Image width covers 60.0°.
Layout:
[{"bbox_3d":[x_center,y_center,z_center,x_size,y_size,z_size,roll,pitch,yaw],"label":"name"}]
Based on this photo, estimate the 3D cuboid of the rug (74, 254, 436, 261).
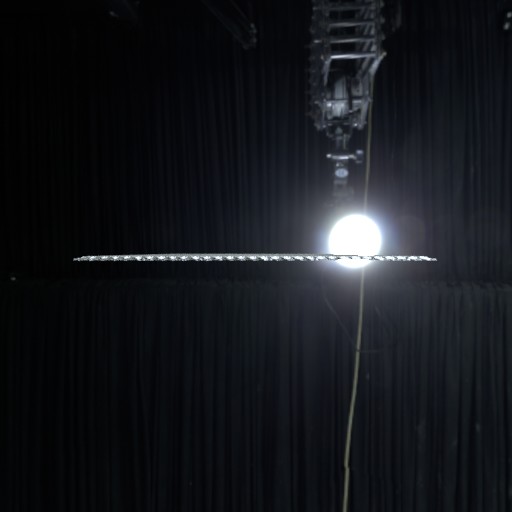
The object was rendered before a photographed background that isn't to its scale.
[{"bbox_3d":[0.000,0.000,2.405,1.230,0.014,1.847,0,1,0],"label":"rug"}]
